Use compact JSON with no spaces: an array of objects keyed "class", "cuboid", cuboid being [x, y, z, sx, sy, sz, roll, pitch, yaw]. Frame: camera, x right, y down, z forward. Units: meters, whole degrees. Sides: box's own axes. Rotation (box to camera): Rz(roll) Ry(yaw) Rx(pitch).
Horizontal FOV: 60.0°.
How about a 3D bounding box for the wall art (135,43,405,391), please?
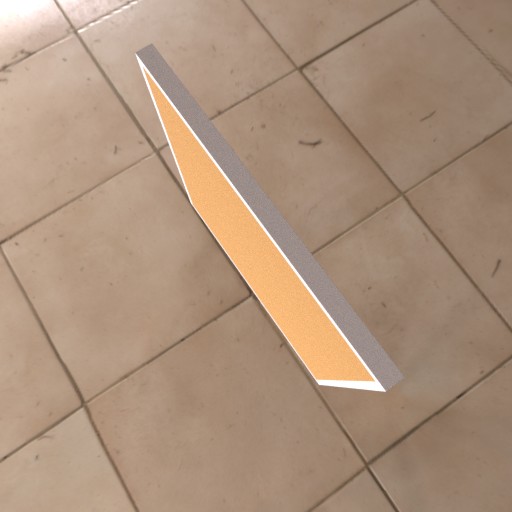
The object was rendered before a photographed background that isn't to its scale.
[{"class":"wall art","cuboid":[0.000,0.000,1.141,0.038,0.762,0.762,-34,77,-9]}]
